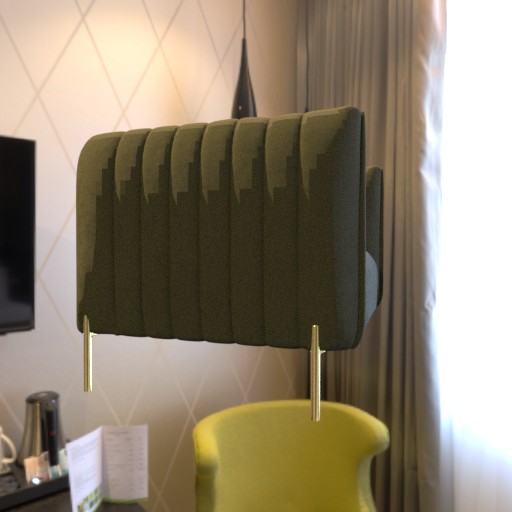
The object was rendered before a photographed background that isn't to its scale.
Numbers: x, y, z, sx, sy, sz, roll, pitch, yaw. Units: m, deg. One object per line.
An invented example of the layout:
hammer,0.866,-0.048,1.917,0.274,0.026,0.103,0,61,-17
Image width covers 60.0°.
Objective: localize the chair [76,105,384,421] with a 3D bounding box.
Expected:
chair,0.000,0.000,1.660,0.877,0.794,1.032,0,1,19
